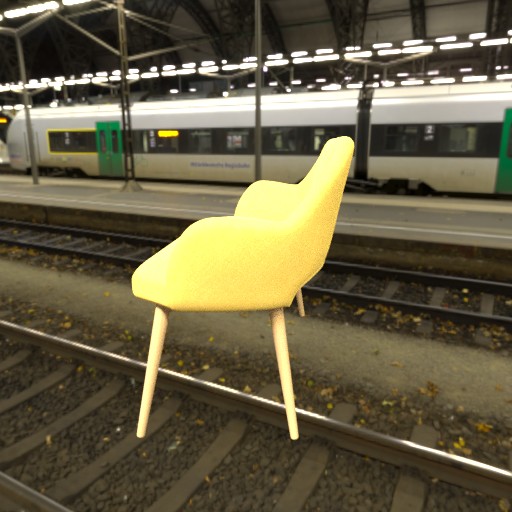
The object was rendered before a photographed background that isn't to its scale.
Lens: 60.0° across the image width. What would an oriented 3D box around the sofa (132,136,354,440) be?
[{"bbox_3d":[0.000,0.000,1.634,0.610,0.840,1.150,2,14,7],"label":"sofa"}]
